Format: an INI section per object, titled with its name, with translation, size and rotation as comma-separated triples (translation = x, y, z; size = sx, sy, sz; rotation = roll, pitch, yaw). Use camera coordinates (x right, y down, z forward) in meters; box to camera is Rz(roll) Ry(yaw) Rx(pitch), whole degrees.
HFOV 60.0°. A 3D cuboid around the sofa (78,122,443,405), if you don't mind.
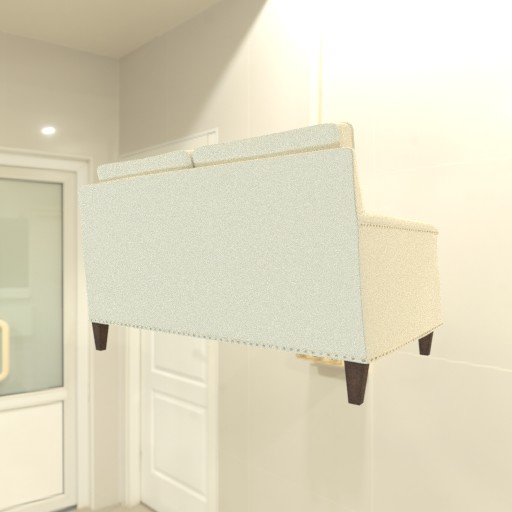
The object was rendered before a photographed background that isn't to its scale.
[sofa]
translation = 0.000, 0.000, 2.275
size = 1.597, 1.003, 1.084
rotation = 0, 1, 35
